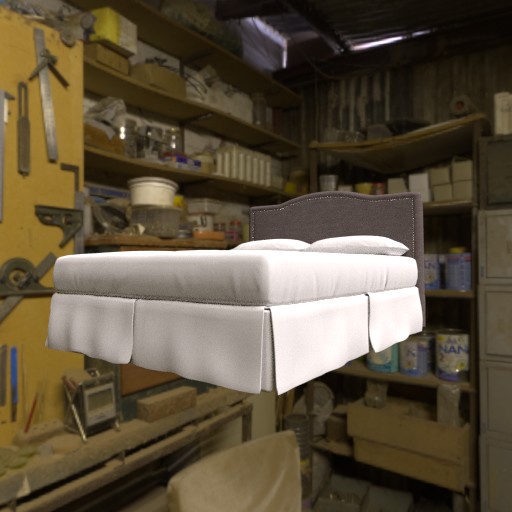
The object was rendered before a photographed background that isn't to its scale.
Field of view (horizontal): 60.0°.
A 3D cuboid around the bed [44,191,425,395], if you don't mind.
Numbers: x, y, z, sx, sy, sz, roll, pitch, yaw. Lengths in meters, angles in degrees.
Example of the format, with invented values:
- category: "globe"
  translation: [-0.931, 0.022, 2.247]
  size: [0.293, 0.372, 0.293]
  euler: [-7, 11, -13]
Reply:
- category: "bed"
  translation: [0.000, 0.000, 3.835]
  size: [2.161, 1.457, 2.689]
  euler: [-1, -1, 36]
